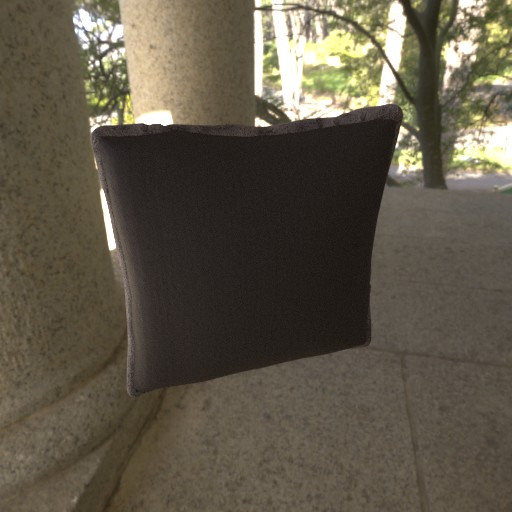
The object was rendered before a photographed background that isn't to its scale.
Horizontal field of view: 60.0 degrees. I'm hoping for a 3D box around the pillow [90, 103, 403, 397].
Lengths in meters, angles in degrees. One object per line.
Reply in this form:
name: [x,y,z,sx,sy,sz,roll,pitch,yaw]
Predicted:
pillow: [0.000,0.000,0.818,0.522,0.520,0.204,-8,28,-16]
